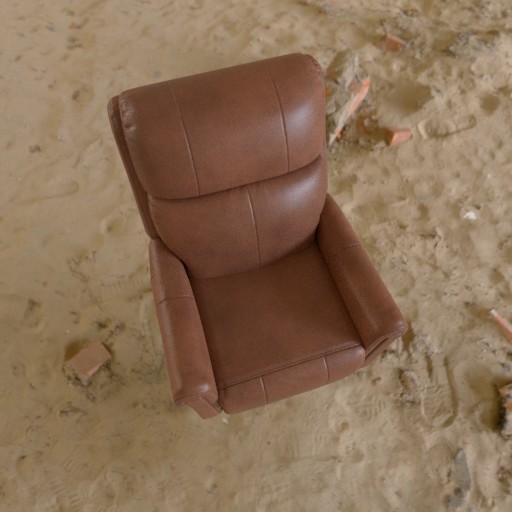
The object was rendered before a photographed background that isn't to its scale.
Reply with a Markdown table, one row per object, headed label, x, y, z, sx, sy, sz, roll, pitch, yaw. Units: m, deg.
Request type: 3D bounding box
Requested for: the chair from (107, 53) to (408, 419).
| label | x | y | z | sx | sy | sz | roll | pitch | yaw |
| --- | --- | --- | --- | --- | --- | --- | --- | --- | --- |
| chair | 0.000 | 0.000 | 1.712 | 0.838 | 1.054 | 1.014 | -16 | 65 | -8 |
